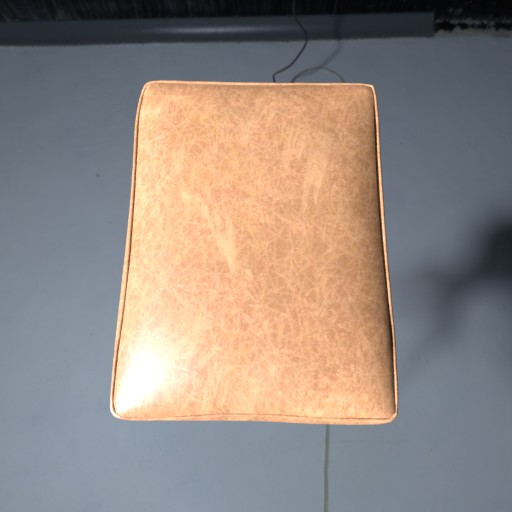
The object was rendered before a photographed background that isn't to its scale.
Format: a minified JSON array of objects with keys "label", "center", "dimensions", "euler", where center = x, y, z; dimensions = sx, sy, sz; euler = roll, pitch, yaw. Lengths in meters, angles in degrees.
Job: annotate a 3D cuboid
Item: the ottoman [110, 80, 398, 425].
[{"label":"ottoman","center":[0.000,0.000,1.096],"dimensions":[0.554,0.468,0.756],"euler":[1,74,0]}]
